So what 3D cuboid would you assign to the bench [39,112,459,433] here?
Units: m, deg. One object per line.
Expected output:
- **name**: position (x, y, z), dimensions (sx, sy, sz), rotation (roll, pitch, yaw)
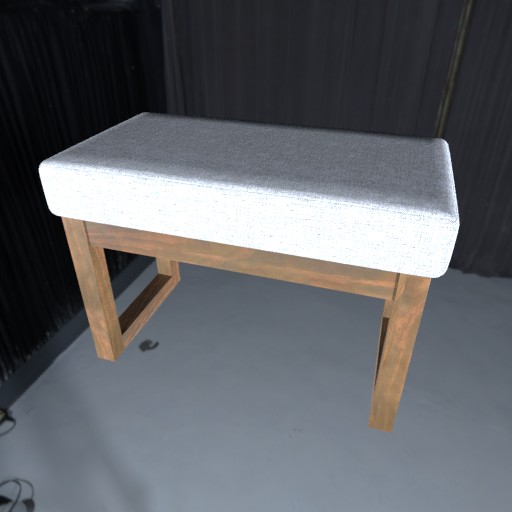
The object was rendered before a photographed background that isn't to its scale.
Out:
- **bench**: position (0.000, 0.000, 0.928), dimensions (0.681, 0.467, 0.366), rotation (10, 33, 15)
